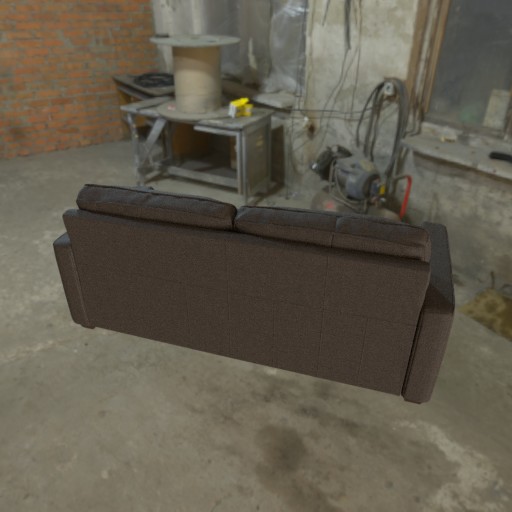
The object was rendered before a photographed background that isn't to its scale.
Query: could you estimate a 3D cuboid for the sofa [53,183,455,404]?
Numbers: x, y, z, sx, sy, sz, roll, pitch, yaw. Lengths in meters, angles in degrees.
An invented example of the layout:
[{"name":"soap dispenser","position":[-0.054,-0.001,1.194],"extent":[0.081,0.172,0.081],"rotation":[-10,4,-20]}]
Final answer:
[{"name":"sofa","position":[0.000,0.000,2.571],"extent":[2.080,0.919,0.940],"rotation":[9,32,15]}]
